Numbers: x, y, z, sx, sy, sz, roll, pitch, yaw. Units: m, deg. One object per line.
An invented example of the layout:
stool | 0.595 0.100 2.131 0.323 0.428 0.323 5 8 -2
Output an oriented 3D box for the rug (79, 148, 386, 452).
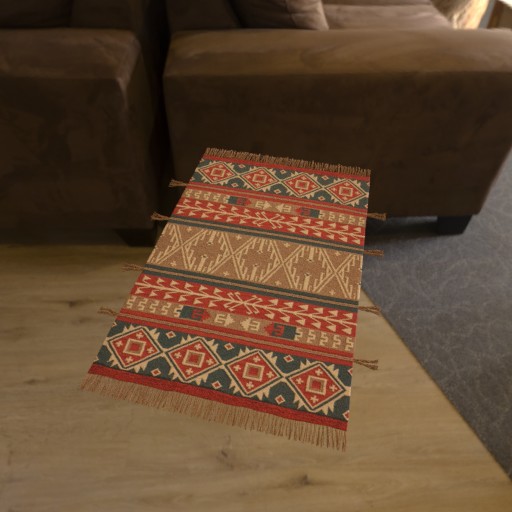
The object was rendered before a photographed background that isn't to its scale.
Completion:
rug | 0.000 0.000 2.607 1.469 0.040 2.025 10 48 9
